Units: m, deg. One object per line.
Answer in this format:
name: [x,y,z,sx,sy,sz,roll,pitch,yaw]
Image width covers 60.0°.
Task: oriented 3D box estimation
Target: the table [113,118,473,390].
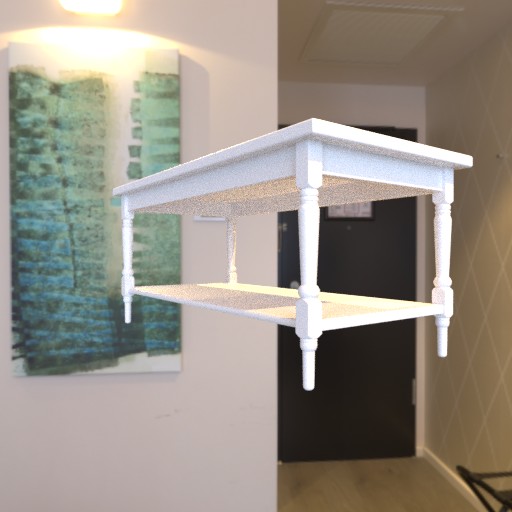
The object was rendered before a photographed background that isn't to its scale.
table: [0.000,0.000,1.408,0.550,0.510,1.107,0,1,-36]
